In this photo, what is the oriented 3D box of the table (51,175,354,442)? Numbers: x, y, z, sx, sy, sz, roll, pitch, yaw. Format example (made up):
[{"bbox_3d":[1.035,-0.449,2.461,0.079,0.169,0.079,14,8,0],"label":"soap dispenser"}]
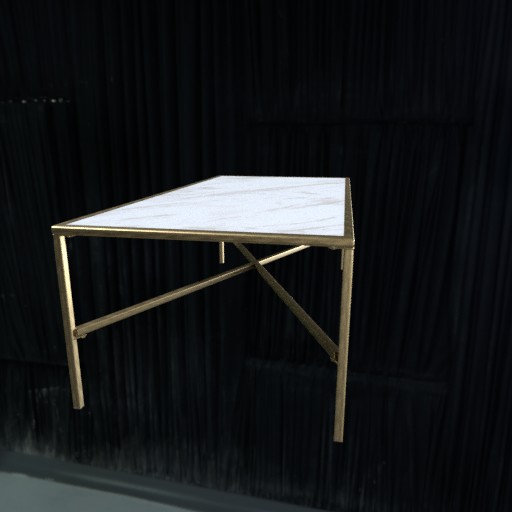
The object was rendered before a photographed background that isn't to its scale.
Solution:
[{"bbox_3d":[0.000,0.000,1.425,0.577,0.405,1.197,3,15,11],"label":"table"}]
